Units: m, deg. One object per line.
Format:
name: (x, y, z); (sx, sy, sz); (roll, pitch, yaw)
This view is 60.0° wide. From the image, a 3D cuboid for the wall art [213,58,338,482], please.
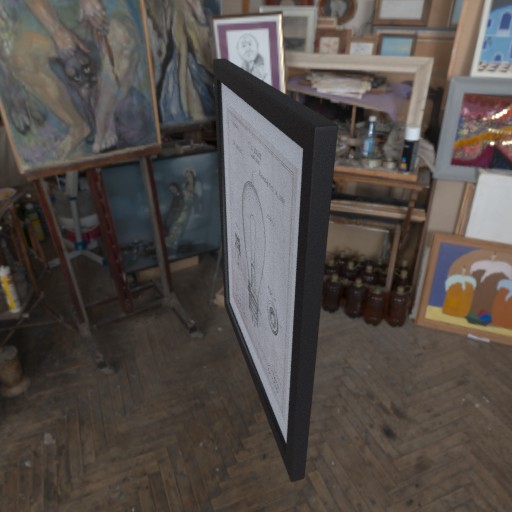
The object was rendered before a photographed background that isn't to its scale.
wall art: (0.000, 0.000, 0.685); (0.021, 0.509, 0.430); (-9, 32, -14)
